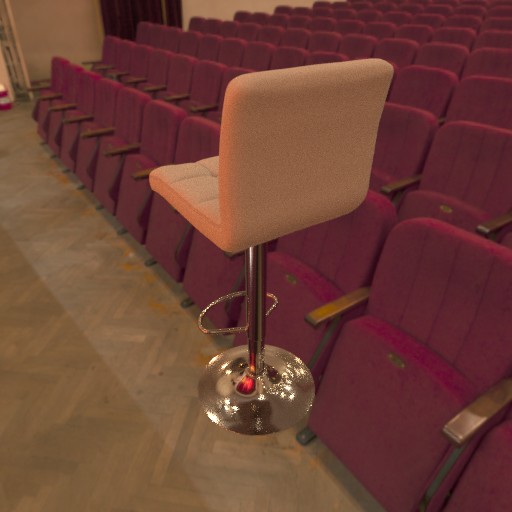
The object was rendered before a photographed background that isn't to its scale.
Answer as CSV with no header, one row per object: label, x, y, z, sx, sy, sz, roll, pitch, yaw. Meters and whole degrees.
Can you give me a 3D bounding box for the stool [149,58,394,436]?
stool,0.000,0.000,1.322,0.430,1.115,0.505,-20,37,-29
